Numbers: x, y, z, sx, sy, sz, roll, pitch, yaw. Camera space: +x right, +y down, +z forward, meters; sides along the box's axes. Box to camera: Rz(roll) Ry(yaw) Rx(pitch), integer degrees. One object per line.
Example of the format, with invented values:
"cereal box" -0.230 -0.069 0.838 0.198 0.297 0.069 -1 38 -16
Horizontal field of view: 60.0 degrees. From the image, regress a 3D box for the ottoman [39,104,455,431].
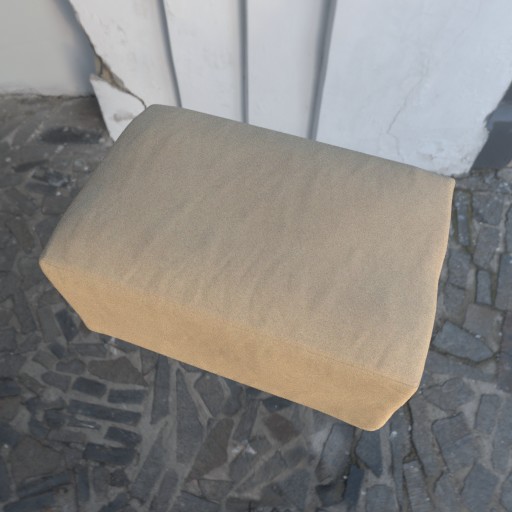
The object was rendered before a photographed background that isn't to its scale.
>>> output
"ottoman" 0.000 0.000 1.173 0.872 0.444 0.590 17 61 10
